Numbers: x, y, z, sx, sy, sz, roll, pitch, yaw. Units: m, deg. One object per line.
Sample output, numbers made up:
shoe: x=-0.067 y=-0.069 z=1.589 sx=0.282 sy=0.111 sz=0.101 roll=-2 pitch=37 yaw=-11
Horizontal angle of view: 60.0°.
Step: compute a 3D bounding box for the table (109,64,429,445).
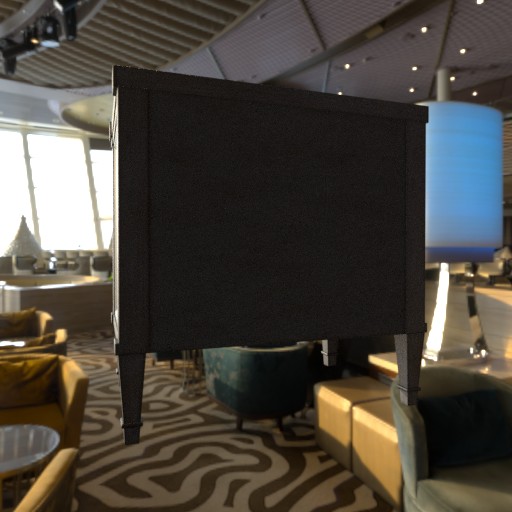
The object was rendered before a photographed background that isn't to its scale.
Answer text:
table: x=0.000 y=0.000 z=1.062 sx=0.660 sy=0.660 sz=0.413 roll=0 pitch=1 yaw=-19
